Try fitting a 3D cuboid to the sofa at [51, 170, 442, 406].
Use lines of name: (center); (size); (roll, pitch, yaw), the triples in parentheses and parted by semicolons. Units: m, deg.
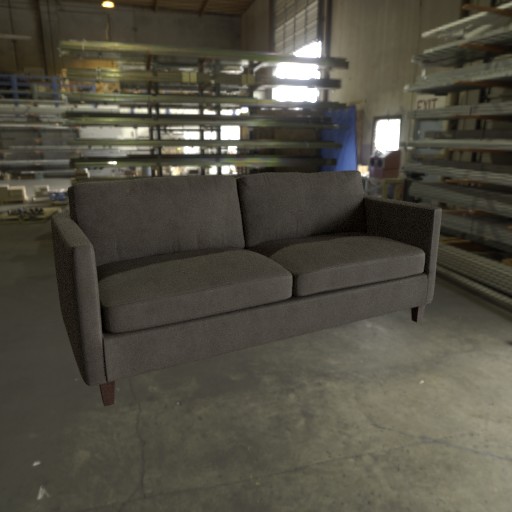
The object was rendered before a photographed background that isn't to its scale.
sofa: (0.000, 0.000, 2.724); (2.208, 0.965, 0.951); (-8, 17, -27)
